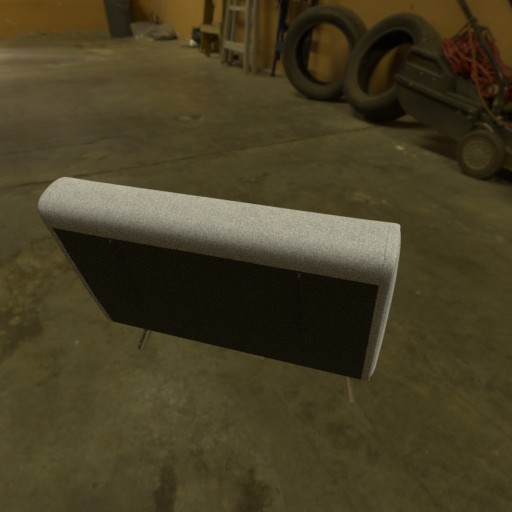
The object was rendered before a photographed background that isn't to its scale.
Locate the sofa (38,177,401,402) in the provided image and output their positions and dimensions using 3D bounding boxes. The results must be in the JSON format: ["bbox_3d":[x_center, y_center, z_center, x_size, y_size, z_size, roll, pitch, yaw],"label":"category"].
[{"bbox_3d":[0.000,0.000,1.719,1.020,0.825,1.000,10,33,15],"label":"sofa"}]
